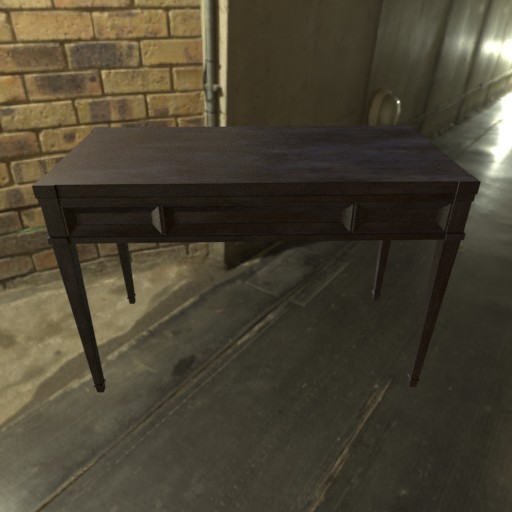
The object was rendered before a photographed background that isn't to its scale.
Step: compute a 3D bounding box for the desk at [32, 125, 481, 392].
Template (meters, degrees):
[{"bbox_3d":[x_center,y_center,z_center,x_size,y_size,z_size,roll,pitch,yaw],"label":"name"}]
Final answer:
[{"bbox_3d":[0.000,0.000,1.761,1.289,0.861,0.630,-1,31,-1],"label":"desk"}]
